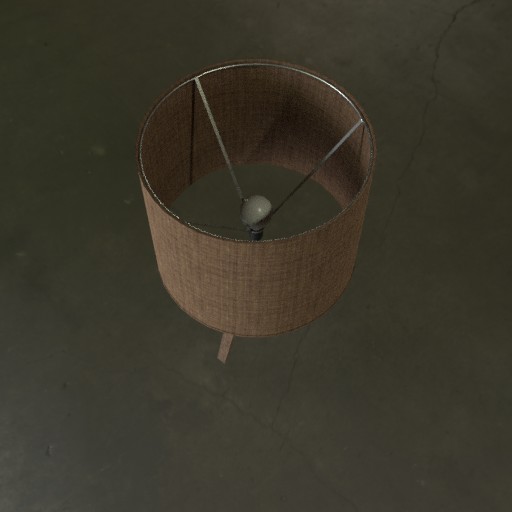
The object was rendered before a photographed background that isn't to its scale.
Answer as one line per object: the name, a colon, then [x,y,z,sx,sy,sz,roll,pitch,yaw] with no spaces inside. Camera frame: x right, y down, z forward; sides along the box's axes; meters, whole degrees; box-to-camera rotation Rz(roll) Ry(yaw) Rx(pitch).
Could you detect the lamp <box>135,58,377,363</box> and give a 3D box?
lamp: [0.000,0.000,0.685,0.290,0.514,0.290,0,62,0]
